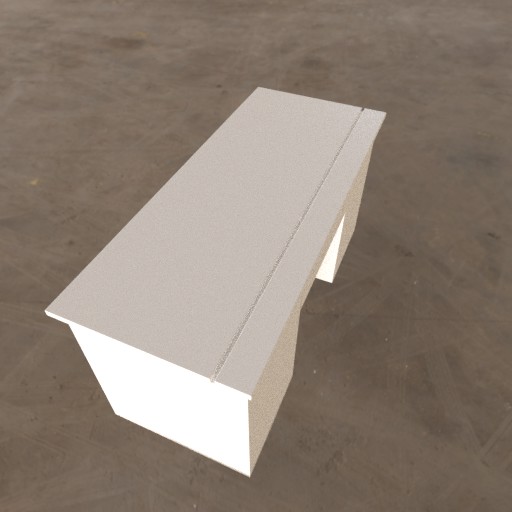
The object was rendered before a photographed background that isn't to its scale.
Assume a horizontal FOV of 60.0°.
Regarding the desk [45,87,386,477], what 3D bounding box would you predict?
[{"bbox_3d":[0.000,0.000,1.990,0.670,0.760,1.580,18,49,16],"label":"desk"}]
